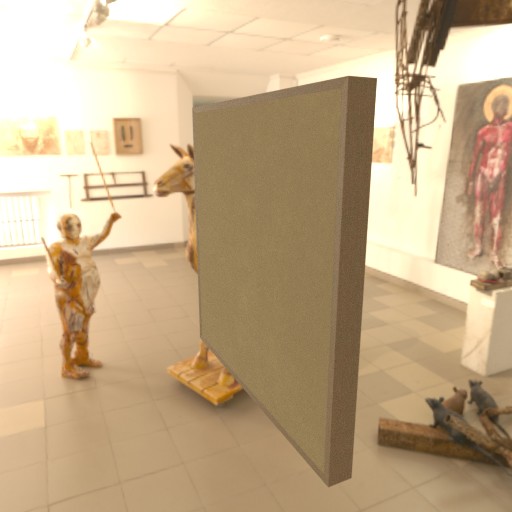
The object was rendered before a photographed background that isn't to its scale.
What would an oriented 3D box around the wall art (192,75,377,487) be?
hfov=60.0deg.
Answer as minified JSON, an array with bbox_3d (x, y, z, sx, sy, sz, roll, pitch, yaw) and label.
[{"bbox_3d":[0.000,0.000,0.748,0.038,0.506,0.508,-7,16,-25],"label":"wall art"}]
